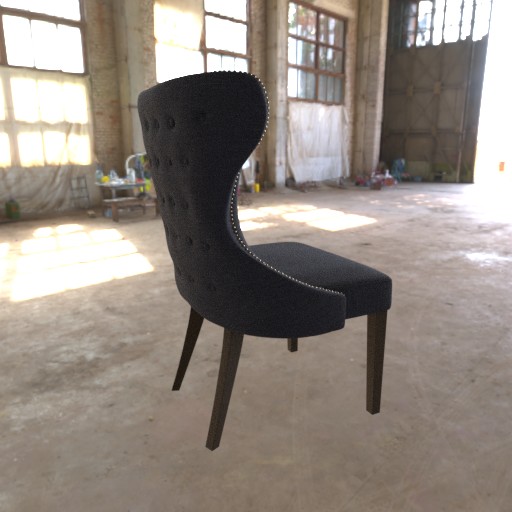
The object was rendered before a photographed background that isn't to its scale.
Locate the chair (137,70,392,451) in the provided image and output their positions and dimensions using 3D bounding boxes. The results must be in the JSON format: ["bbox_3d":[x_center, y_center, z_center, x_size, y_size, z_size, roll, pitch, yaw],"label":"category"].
[{"bbox_3d":[0.000,0.000,1.358,0.635,0.967,0.628,-7,16,-26],"label":"chair"}]
